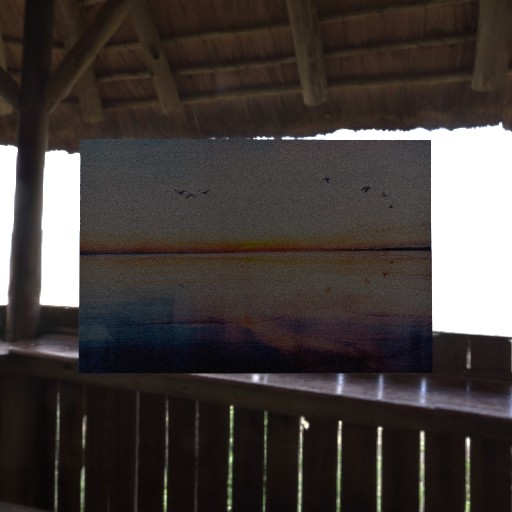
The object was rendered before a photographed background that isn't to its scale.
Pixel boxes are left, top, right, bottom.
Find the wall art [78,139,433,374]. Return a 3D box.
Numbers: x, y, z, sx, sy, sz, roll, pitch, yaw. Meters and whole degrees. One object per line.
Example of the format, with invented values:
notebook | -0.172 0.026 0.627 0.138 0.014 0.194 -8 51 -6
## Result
wall art | 0.000 0.000 1.443 1.137 0.756 0.034 0 -1 0
